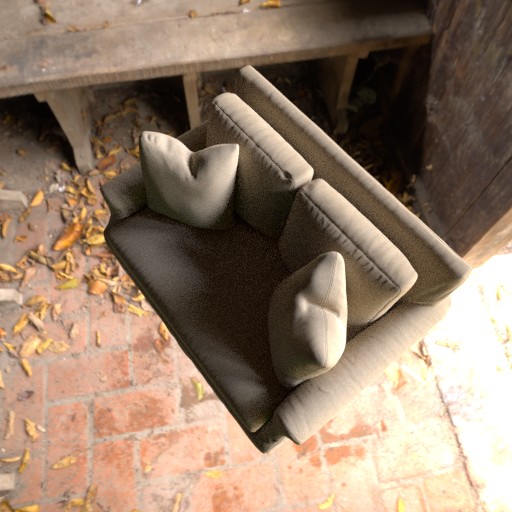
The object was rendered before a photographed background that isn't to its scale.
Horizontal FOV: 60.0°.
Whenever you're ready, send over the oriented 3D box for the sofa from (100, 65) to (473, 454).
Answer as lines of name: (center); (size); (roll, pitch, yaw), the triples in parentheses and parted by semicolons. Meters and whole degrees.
sofa: (0.000, 0.000, 2.147); (1.070, 0.905, 1.550); (-36, 70, -16)
